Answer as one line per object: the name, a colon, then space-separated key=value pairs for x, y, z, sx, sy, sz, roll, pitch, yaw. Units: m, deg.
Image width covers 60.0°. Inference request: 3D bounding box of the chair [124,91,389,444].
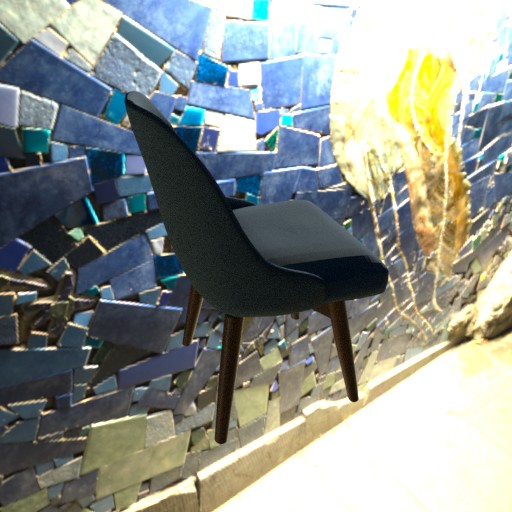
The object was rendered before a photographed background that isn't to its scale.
chair: x=0.000 y=0.000 z=1.242 sx=0.589 sy=0.882 sz=0.503 roll=-11 pitch=32 yaw=-17
